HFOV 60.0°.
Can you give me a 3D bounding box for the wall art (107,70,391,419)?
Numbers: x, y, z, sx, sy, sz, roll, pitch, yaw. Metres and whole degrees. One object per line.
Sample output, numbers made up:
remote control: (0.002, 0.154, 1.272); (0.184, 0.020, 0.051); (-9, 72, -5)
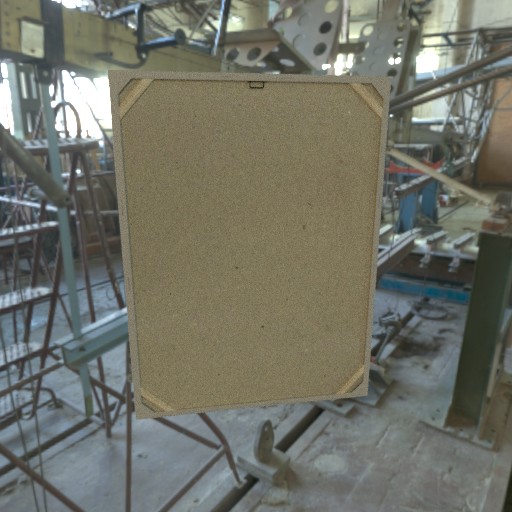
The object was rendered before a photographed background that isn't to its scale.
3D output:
wall art: (0.000, 0.000, 1.584); (0.914, 1.212, 0.038); (-3, 15, -10)
